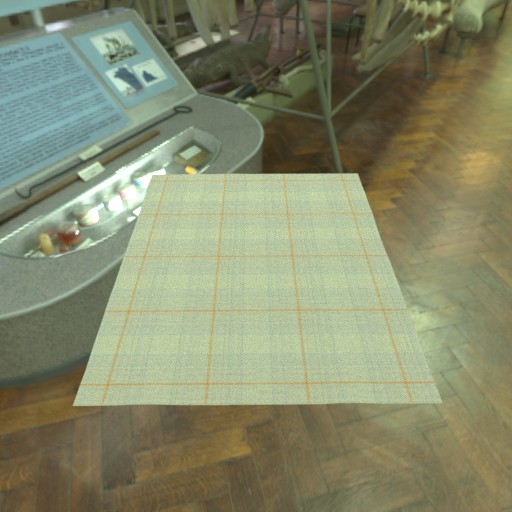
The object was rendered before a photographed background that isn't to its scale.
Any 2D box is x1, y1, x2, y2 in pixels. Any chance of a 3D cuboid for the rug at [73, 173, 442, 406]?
[{"bbox_3d":[0.000,0.000,4.090,2.448,0.021,3.051,0,40,0],"label":"rug"}]
